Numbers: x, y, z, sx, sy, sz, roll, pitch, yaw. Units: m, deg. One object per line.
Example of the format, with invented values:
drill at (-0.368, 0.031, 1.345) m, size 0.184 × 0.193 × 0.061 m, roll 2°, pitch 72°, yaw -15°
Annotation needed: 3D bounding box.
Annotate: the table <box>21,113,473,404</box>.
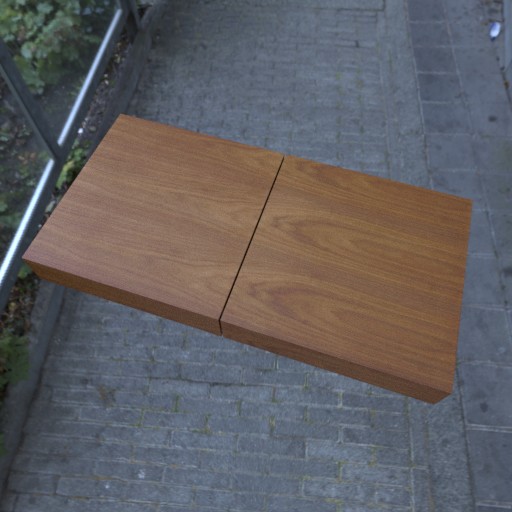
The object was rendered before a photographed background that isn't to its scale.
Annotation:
table at (0.000, 0.000, 1.445) m, size 1.194 × 0.330 × 0.610 m, roll 16°, pitch 61°, yaw 9°
